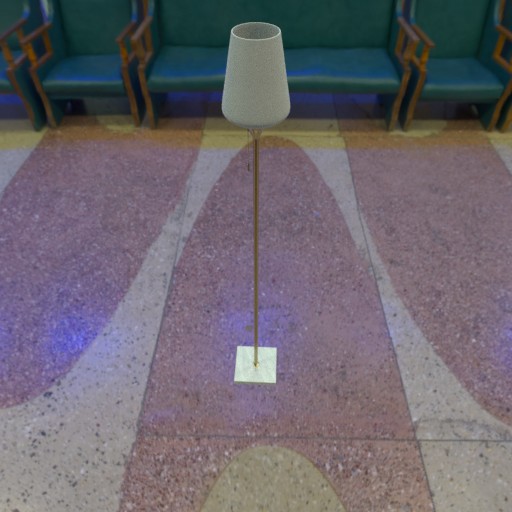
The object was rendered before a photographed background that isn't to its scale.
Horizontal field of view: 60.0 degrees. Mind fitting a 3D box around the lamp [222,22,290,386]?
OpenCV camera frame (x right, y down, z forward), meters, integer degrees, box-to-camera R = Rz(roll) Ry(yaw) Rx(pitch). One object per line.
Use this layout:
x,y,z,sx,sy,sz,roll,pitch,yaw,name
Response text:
0.000,0.000,1.898,0.232,1.813,0.229,2,45,2,lamp
